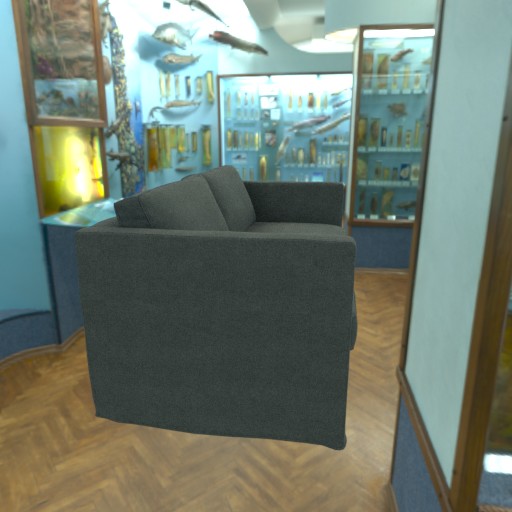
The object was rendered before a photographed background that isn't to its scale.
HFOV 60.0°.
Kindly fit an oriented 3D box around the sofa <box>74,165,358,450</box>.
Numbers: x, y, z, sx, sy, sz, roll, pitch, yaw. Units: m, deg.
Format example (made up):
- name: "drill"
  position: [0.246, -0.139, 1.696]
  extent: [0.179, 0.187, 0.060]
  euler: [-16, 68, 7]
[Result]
- name: "sofa"
  position: [0.000, 0.000, 2.322]
  extent: [0.974, 0.854, 1.802]
  euler: [3, 16, 9]
